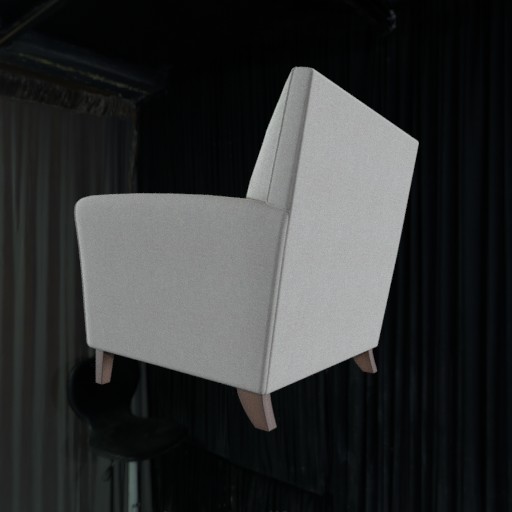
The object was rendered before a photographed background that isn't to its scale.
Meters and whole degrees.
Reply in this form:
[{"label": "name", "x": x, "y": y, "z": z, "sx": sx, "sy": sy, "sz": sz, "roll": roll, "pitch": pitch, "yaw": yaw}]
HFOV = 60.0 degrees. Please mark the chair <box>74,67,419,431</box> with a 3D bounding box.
[{"label": "chair", "x": 0.000, "y": 0.000, "z": 1.520, "sx": 0.871, "sy": 0.846, "sz": 0.840, "roll": 0, "pitch": 0, "yaw": 36}]
